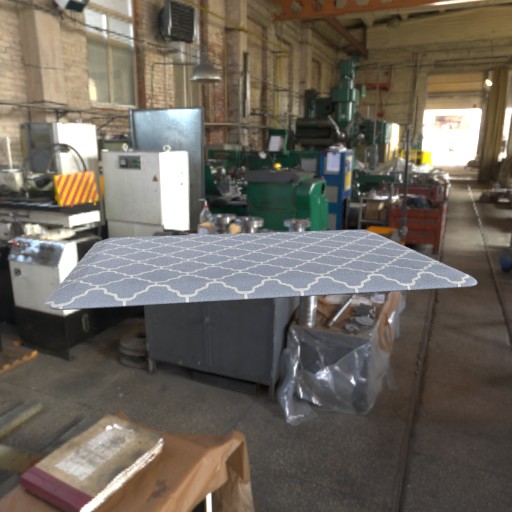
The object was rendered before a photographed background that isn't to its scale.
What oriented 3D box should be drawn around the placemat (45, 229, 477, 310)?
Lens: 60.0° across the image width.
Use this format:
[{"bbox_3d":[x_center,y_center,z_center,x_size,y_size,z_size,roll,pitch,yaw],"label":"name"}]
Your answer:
[{"bbox_3d":[0.000,0.000,0.983,0.762,0.021,0.508,-2,14,-9],"label":"placemat"}]
